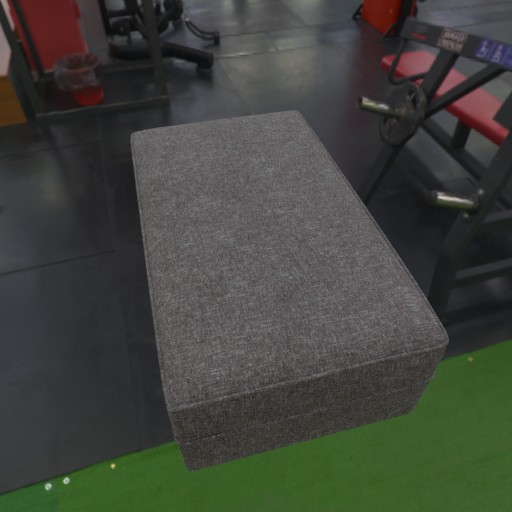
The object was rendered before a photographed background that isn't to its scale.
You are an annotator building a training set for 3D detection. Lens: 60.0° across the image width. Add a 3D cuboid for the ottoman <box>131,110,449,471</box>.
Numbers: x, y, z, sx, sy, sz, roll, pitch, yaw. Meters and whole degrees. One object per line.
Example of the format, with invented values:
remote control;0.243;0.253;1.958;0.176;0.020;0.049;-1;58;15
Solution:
ottoman;0.000;0.000;1.524;0.717;0.487;1.184;-11;48;-10
